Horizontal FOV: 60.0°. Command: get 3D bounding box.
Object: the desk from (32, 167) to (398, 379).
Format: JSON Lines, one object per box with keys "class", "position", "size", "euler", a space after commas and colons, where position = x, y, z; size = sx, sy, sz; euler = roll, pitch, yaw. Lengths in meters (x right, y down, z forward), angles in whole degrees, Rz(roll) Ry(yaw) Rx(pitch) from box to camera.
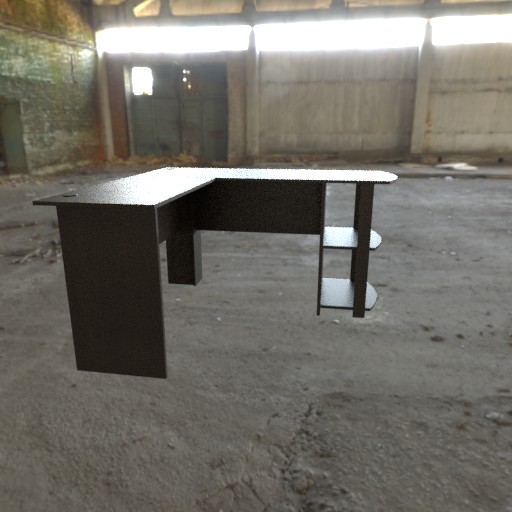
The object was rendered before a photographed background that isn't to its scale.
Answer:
{"class": "desk", "position": [0.000, 0.000, 2.153], "size": [1.361, 0.716, 1.303], "euler": [3, 17, 9]}
